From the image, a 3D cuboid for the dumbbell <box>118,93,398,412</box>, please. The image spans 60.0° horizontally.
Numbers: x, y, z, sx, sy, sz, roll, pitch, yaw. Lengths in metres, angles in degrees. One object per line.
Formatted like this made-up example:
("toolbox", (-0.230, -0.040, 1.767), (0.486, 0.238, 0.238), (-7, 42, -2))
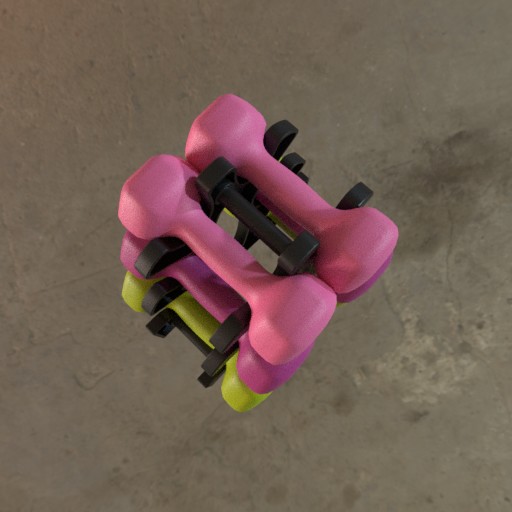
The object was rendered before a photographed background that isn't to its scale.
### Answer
("dumbbell", (0.000, 0.000, 0.431), (0.203, 0.261, 0.257), (43, 79, 10))
